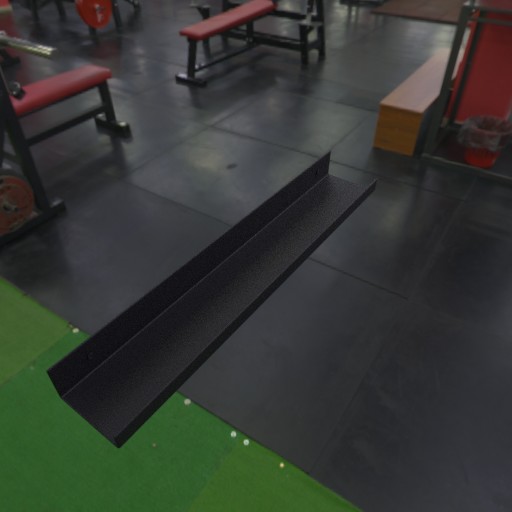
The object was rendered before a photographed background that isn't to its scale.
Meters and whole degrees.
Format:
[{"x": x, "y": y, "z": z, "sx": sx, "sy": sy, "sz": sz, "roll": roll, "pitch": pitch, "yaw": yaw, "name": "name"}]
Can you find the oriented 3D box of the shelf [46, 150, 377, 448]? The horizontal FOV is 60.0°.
[{"x": 0.000, "y": 0.000, "z": 0.642, "sx": 0.102, "sy": 0.053, "sz": 0.605, "roll": 26, "pitch": 47, "yaw": 27, "name": "shelf"}]
